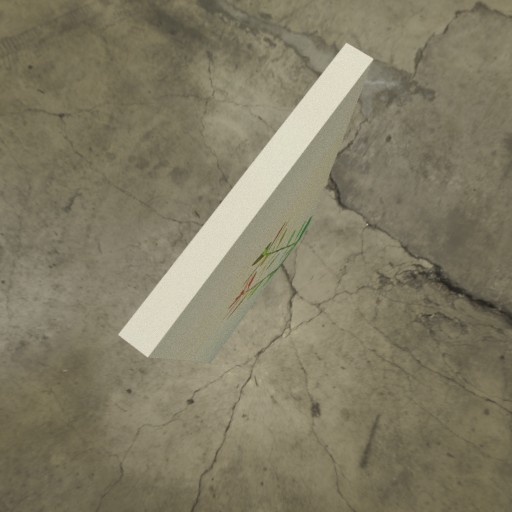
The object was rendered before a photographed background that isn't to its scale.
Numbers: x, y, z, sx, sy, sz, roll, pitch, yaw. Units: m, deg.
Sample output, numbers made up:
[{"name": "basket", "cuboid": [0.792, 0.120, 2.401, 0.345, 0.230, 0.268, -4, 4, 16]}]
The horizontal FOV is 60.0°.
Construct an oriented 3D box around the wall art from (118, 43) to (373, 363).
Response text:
[{"name": "wall art", "cuboid": [0.000, 0.000, 0.763, 0.038, 0.611, 0.408, 35, 79, 8]}]
